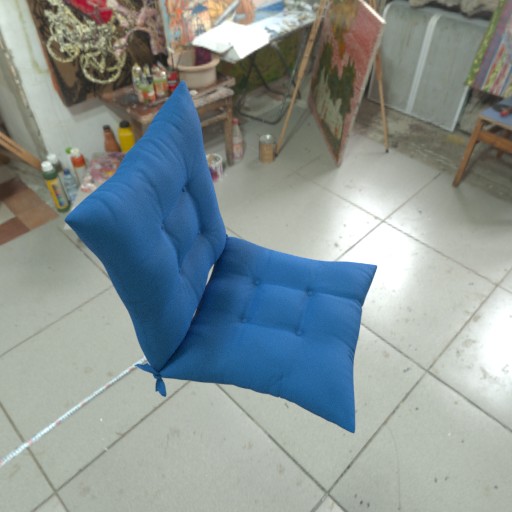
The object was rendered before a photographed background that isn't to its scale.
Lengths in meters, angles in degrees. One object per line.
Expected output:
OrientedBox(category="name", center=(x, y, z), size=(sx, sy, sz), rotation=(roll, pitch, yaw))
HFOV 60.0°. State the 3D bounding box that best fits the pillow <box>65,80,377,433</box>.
OrientedBox(category="pillow", center=(0.000, 0.000, 1.008), size=(0.585, 0.536, 0.541), rotation=(12, 47, 11))
